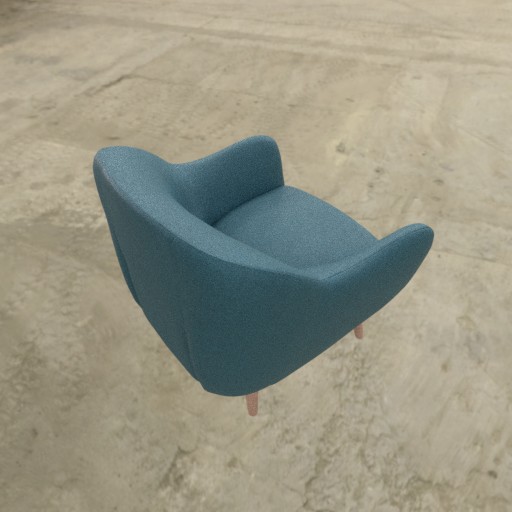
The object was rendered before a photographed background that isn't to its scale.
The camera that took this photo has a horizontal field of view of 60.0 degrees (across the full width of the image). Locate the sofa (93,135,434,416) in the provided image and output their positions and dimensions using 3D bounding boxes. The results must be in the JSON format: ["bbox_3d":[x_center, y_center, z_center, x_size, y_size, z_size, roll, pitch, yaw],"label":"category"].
[{"bbox_3d":[0.000,0.000,1.537,0.825,0.817,0.836,-27,48,-28],"label":"sofa"}]
